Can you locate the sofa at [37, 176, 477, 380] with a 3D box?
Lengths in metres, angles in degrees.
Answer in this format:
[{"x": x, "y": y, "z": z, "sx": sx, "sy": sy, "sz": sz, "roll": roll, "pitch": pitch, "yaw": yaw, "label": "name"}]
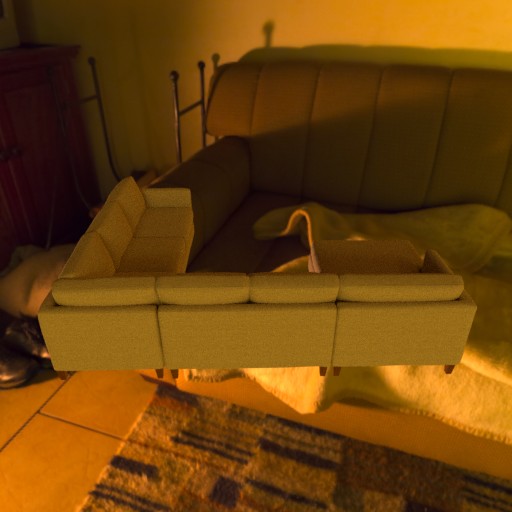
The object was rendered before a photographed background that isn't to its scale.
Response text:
[{"x": 0.000, "y": 0.000, "z": 4.644, "sx": 3.460, "sy": 0.961, "sz": 2.594, "roll": -1, "pitch": 30, "yaw": -1, "label": "sofa"}]
